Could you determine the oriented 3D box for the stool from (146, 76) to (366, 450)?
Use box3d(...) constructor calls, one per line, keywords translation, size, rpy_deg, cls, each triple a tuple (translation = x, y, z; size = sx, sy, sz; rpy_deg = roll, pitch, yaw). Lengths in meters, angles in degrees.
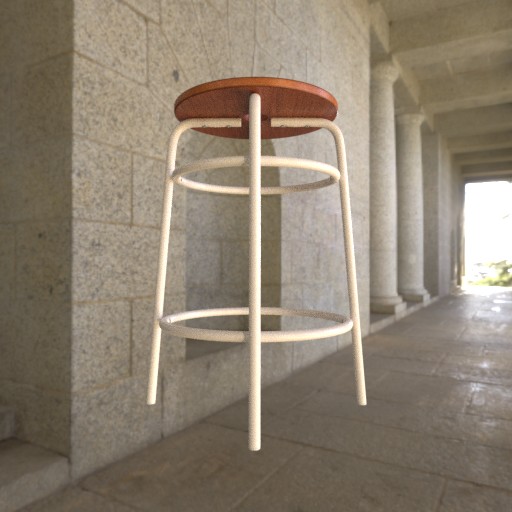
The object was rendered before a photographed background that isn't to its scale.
box3d(translation=(0.000, 0.000, 0.919), size=(0.455, 0.610, 0.455), rpy_deg=(0, -1, 1), cls="stool")
